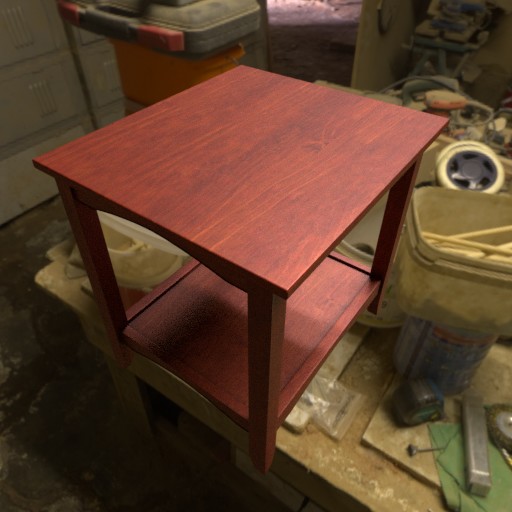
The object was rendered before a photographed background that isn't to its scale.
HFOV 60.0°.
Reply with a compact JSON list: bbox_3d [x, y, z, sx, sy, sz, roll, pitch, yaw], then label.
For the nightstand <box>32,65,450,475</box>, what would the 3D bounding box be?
[{"bbox_3d":[0.000,0.000,0.965,0.501,0.558,0.558,26,48,26],"label":"nightstand"}]
